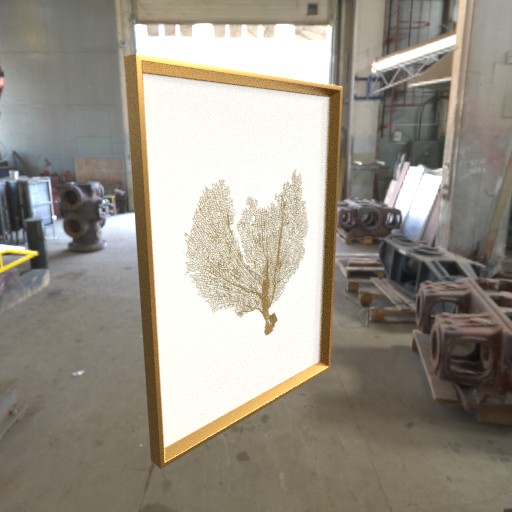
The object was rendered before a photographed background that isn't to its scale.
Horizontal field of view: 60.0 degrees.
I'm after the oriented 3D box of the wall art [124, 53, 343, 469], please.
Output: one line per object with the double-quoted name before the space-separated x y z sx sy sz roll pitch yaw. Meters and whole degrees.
"wall art" 0.000 0.000 1.060 0.038 0.812 0.610 13 19 43
